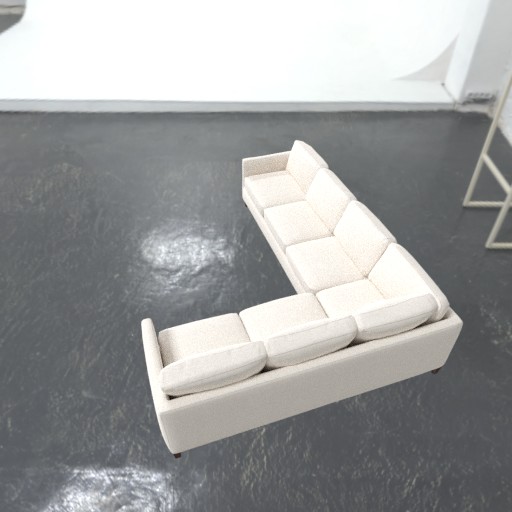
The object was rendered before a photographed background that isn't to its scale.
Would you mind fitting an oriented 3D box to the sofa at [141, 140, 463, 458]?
[{"bbox_3d":[0.000,0.000,4.688,2.593,0.947,3.302,-13,43,-14],"label":"sofa"}]
